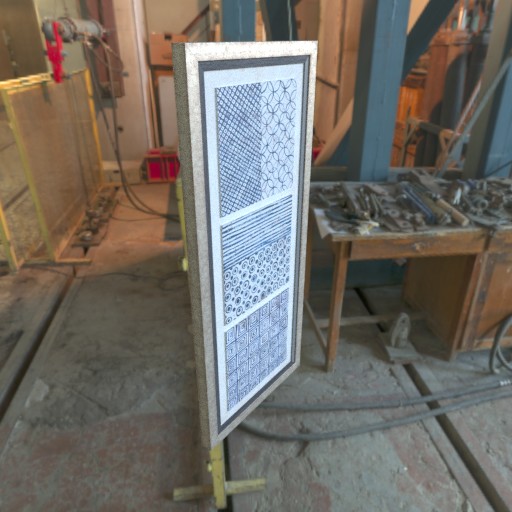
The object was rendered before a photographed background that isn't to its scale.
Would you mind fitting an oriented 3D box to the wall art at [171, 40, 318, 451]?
[{"bbox_3d":[0.000,0.000,1.677,0.051,1.461,0.648,19,32,33],"label":"wall art"}]
